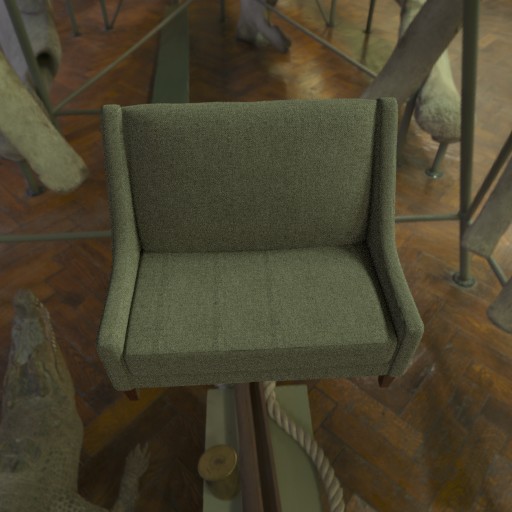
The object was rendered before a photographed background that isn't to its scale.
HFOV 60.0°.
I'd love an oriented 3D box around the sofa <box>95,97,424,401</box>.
[{"bbox_3d":[0.000,0.000,1.900,1.242,1.021,0.870,-2,46,-2],"label":"sofa"}]
